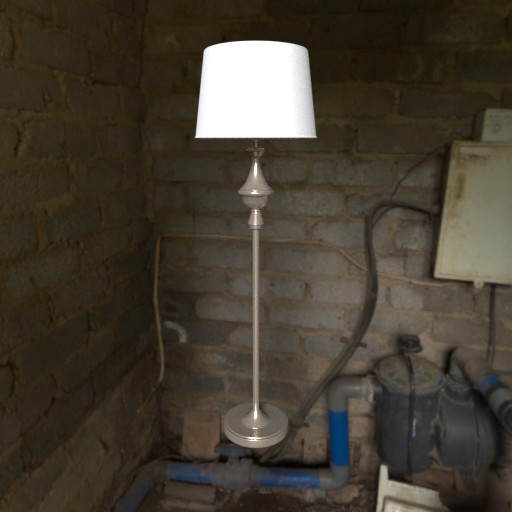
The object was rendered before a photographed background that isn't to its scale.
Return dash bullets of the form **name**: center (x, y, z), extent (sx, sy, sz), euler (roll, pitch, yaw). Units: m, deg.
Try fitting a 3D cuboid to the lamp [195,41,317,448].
- **lamp**: center (0.000, 0.000, 1.690), extent (0.431, 1.488, 0.431), euler (0, 14, 0)
